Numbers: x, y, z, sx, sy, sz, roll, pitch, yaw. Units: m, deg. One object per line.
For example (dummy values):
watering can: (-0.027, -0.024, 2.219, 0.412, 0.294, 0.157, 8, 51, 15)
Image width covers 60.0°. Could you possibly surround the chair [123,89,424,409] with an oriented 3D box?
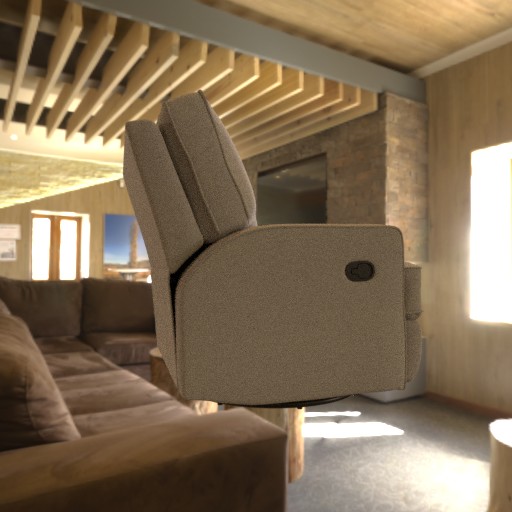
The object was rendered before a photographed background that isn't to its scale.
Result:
chair: (0.000, 0.000, 1.689, 0.969, 0.964, 0.861, 0, -1, -17)
